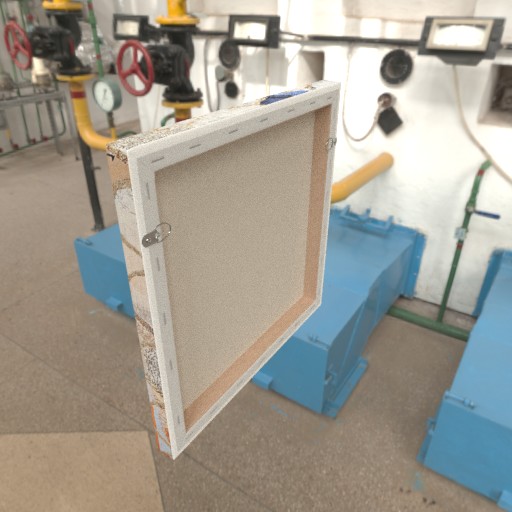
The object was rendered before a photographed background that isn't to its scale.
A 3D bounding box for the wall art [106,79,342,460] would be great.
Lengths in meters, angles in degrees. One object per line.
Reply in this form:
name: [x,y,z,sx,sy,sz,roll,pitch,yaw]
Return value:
wall art: [0.000,0.000,0.766,0.038,0.508,0.507,19,36,29]
